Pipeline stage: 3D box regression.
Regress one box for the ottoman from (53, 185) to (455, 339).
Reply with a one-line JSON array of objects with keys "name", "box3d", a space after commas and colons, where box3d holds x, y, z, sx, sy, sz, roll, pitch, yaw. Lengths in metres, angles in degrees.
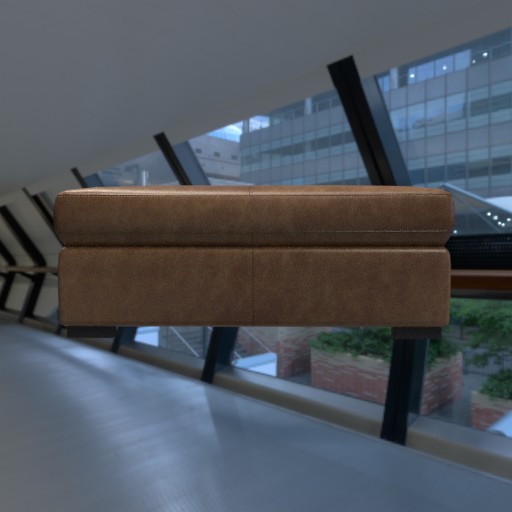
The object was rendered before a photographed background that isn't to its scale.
[{"name": "ottoman", "box3d": [0.000, 0.000, 1.850, 1.169, 0.483, 1.168, 0, 0, 1]}]
